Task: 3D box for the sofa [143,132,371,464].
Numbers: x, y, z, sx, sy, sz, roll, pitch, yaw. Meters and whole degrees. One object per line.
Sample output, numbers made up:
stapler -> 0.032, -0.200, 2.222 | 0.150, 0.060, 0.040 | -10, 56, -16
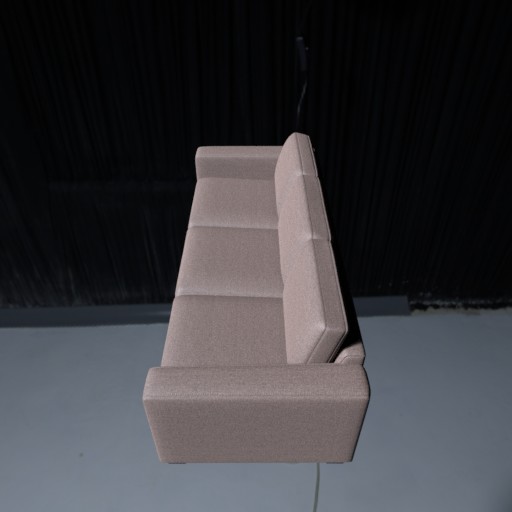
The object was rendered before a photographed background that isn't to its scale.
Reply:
sofa -> 0.000, 0.000, 2.630 | 0.900, 0.806, 2.160 | 0, 40, 0
